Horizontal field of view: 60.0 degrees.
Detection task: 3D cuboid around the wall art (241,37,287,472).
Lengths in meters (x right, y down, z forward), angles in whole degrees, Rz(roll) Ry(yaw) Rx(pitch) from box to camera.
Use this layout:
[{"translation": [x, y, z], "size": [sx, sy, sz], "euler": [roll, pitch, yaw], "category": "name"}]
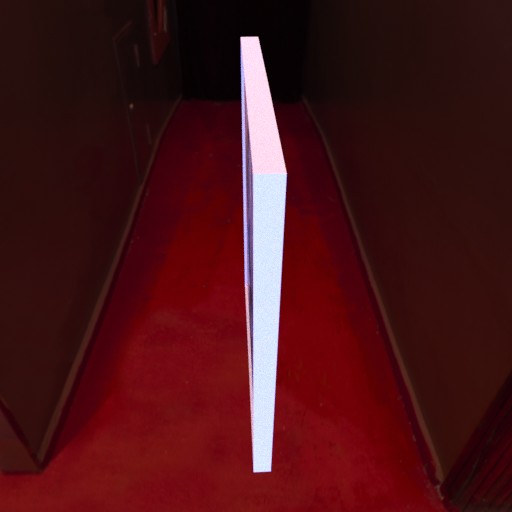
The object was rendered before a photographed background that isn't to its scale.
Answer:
[{"translation": [0.000, 0.000, 0.718], "size": [0.030, 0.549, 0.443], "euler": [-2, 40, -2], "category": "wall art"}]
